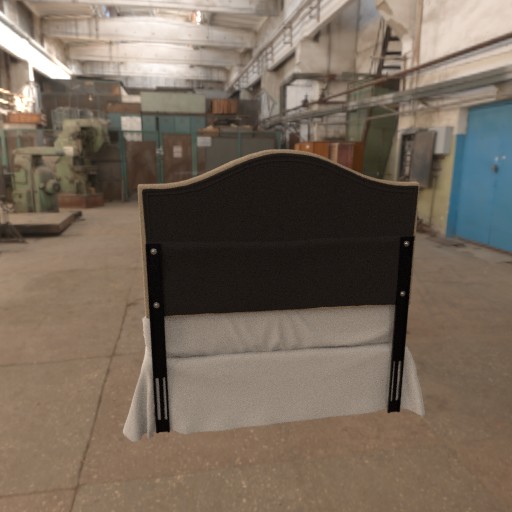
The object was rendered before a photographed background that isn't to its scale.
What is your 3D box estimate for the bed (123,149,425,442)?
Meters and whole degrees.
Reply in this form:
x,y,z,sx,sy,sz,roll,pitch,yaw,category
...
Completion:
x,y,z,sx,sy,sz,roll,pitch,yaw,category
0.000,0.000,3.550,1.876,1.645,2.221,-2,13,-8,bed
